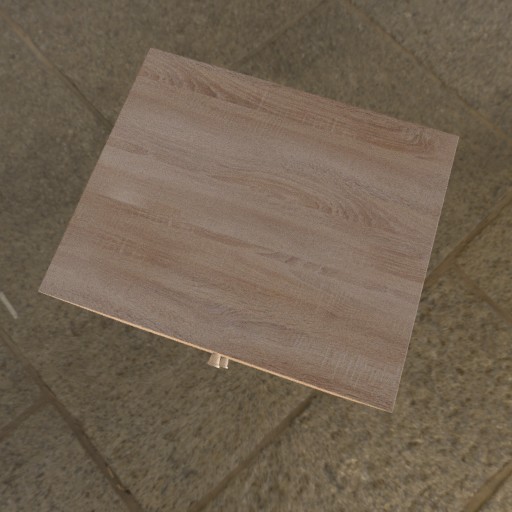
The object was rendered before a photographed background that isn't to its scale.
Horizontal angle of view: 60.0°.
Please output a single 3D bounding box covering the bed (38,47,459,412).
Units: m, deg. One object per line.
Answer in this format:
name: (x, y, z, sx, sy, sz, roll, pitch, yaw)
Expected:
bed: (0.000, 0.000, 0.787, 0.460, 0.420, 0.401, 18, 76, 5)
